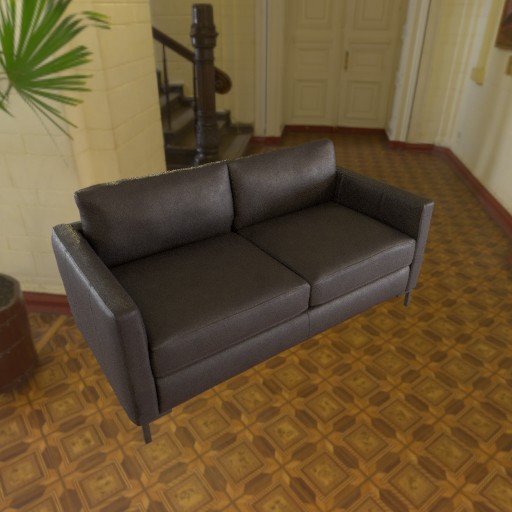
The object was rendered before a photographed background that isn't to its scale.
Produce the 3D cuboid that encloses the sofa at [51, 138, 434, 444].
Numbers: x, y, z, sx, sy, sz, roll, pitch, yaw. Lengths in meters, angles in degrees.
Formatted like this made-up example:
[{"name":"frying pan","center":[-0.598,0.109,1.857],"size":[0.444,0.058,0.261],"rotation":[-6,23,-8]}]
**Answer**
[{"name":"sofa","center":[0.000,0.000,2.330],"size":[1.805,0.883,0.947],"rotation":[-21,36,-32]}]
